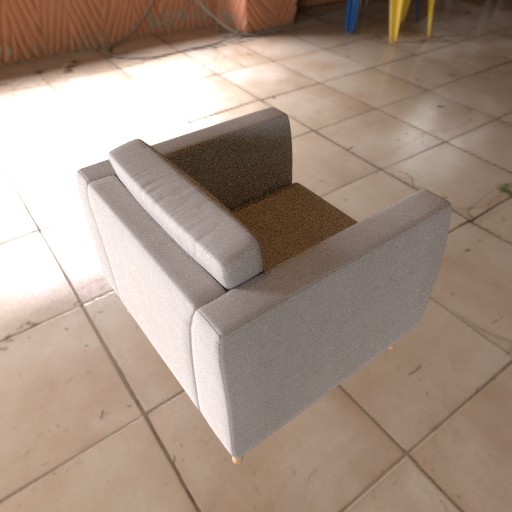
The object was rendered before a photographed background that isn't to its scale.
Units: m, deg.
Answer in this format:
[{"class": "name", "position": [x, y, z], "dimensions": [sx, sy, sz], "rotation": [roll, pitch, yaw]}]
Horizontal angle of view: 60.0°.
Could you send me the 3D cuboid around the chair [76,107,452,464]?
[{"class": "chair", "position": [0.000, 0.000, 1.696], "dimensions": [0.930, 0.860, 1.000], "rotation": [-27, 48, -26]}]
